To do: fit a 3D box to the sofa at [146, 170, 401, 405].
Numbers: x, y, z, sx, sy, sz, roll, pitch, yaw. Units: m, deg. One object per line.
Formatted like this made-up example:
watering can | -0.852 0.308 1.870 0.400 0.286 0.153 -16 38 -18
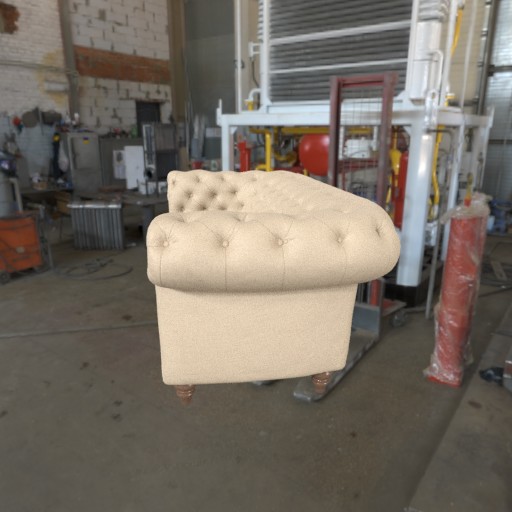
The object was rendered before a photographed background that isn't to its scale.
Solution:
sofa | 0.000 0.000 2.533 1.069 0.835 1.988 -2 16 -8
